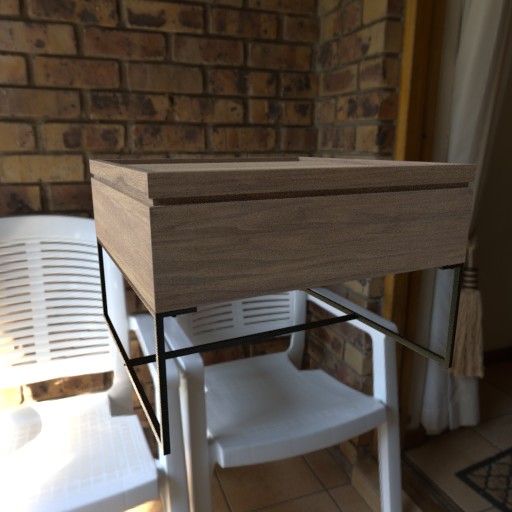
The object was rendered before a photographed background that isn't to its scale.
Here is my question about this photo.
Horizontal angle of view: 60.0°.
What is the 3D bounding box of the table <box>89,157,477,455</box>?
[{"bbox_3d":[0.000,0.000,1.113,0.679,0.464,0.676,-7,16,-26],"label":"table"}]
